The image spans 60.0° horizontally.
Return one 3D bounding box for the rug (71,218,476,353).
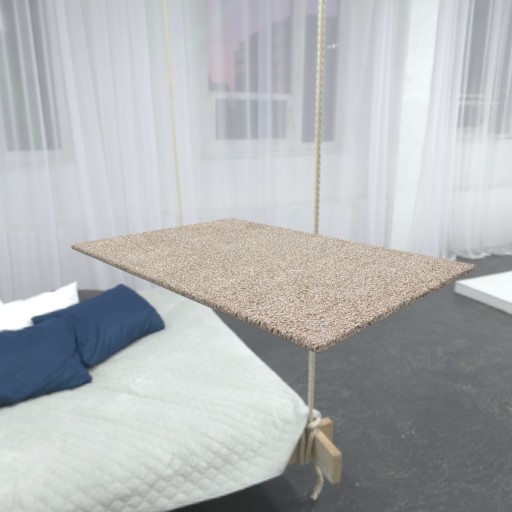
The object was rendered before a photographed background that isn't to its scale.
[{"bbox_3d":[0.000,0.000,2.319,1.219,0.030,1.778,-14,21,-42],"label":"rug"}]
